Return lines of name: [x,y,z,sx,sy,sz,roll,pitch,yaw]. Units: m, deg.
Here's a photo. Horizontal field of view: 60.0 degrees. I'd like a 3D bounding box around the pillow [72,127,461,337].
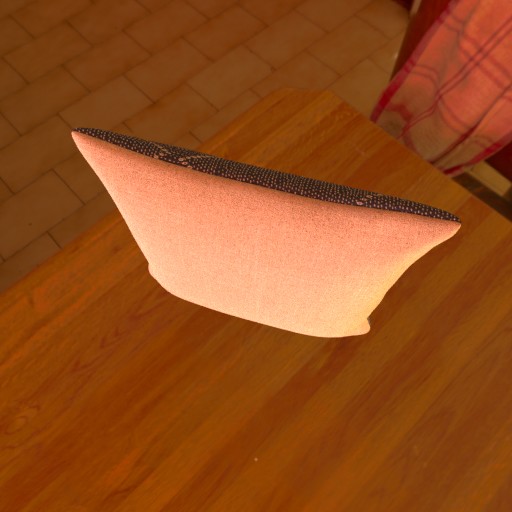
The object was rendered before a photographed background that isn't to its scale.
pillow: [0.000,0.000,0.661,0.435,0.428,0.148,15,66,7]
